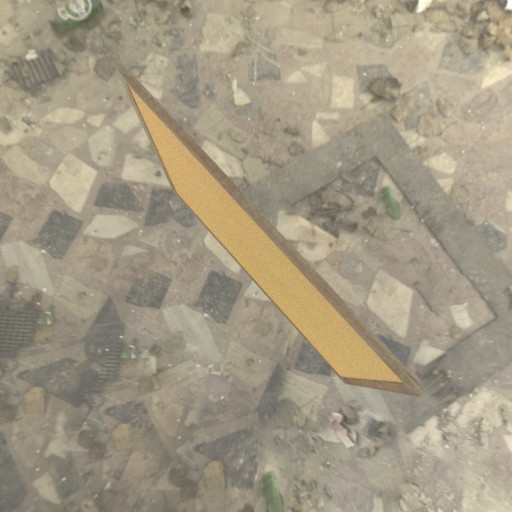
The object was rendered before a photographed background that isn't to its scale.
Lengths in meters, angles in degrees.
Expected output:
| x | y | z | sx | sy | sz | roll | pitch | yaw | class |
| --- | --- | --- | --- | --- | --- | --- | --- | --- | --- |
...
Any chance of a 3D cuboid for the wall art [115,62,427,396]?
| x | y | z | sx | sy | sz | roll | pitch | yaw | class |
| --- | --- | --- | --- | --- | --- | --- | --- | --- | --- |
| 0.000 | 0.000 | 1.351 | 0.019 | 0.774 | 1.012 | -40 | 79 | -9 | wall art |
